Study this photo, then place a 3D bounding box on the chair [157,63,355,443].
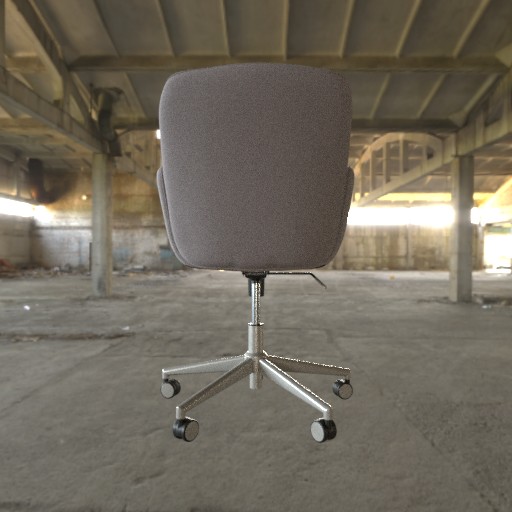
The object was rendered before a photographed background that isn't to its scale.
[{"bbox_3d":[0.000,0.000,1.412,0.648,0.959,0.654,0,0,1],"label":"chair"}]
